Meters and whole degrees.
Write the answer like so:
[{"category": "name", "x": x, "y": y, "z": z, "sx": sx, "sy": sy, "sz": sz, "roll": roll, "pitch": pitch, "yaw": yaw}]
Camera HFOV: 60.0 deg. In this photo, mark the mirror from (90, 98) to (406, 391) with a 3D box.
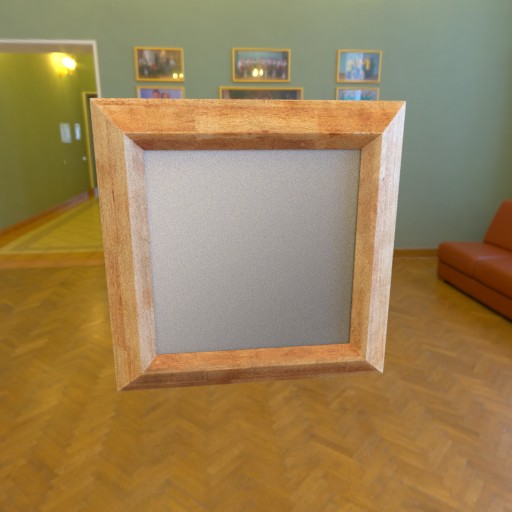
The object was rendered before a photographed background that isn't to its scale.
[{"category": "mirror", "x": 0.000, "y": 0.000, "z": 0.971, "sx": 0.651, "sy": 0.651, "sz": 0.047, "roll": -2, "pitch": 16, "yaw": -7}]
